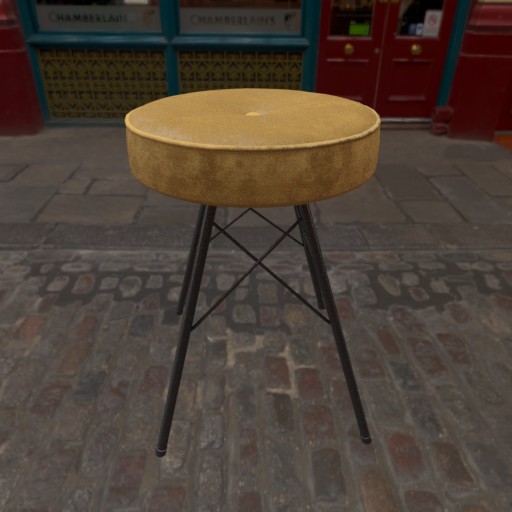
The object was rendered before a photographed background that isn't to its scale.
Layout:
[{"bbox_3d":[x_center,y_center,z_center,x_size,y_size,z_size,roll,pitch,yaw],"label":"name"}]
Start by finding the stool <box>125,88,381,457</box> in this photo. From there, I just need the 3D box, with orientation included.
[{"bbox_3d":[0.000,0.000,0.896,0.438,0.595,0.472,-1,29,-2],"label":"stool"}]
